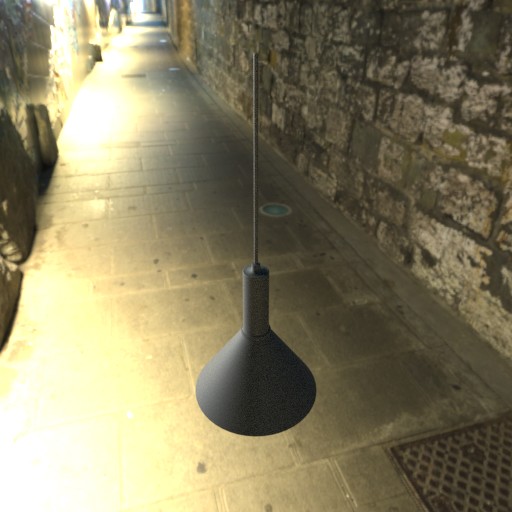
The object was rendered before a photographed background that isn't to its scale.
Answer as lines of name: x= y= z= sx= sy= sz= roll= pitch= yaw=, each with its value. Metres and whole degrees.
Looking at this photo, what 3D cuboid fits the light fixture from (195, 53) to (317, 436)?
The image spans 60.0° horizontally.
light fixture: x=0.000 y=0.000 z=0.818 sx=0.267 sy=0.683 sz=0.267 roll=-1 pitch=30 yaw=-2
